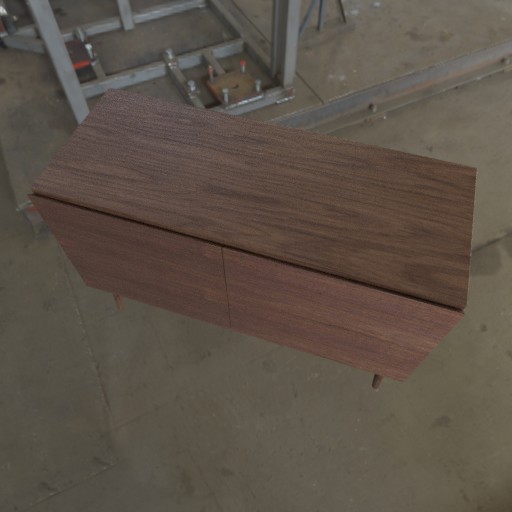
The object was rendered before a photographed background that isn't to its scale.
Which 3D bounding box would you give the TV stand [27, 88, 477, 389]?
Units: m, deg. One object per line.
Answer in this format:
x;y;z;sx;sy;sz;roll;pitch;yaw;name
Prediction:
0.000;0.000;1.323;0.990;0.660;0.405;15;58;10;TV stand
